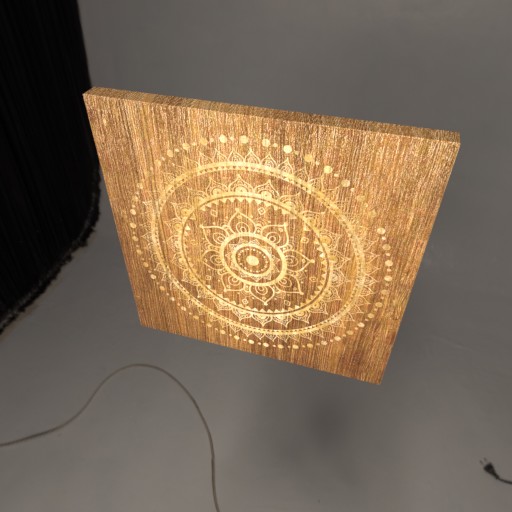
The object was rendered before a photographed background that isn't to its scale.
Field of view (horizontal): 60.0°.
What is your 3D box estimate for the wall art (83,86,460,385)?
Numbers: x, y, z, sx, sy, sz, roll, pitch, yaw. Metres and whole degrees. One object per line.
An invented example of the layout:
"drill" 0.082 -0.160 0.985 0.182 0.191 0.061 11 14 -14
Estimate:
"wall art" 0.000 0.000 0.898 0.611 0.608 0.042 11 42 12
